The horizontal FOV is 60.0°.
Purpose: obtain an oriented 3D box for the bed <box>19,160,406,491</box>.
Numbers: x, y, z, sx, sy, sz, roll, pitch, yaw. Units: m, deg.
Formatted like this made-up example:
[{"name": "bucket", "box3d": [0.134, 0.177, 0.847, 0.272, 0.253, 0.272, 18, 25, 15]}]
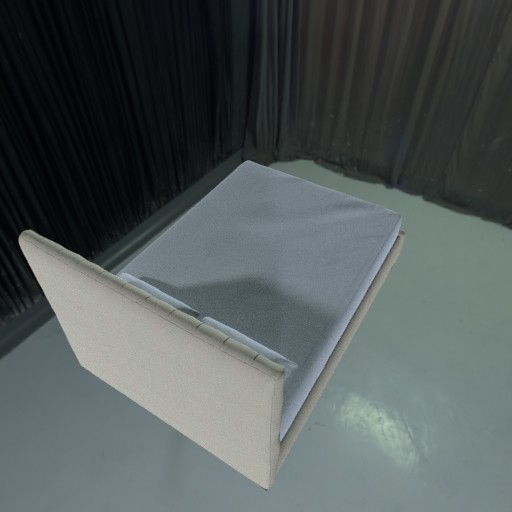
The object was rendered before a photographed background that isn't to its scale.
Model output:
[{"name": "bed", "box3d": [0.000, 0.000, 3.338, 1.698, 1.427, 2.387, 24, 50, 22]}]
